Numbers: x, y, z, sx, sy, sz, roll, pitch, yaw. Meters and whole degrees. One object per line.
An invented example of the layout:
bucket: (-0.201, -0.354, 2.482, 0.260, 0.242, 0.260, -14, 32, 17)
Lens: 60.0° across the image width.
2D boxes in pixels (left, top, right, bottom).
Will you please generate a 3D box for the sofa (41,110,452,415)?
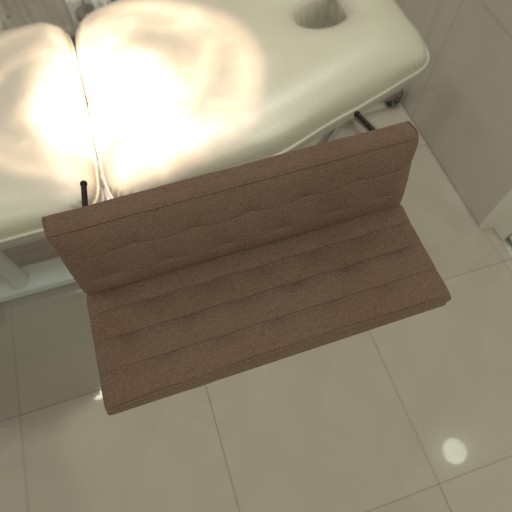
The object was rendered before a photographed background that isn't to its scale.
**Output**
sofa: (0.000, 0.000, 2.291, 1.820, 0.810, 1.038, -16, 65, -8)
